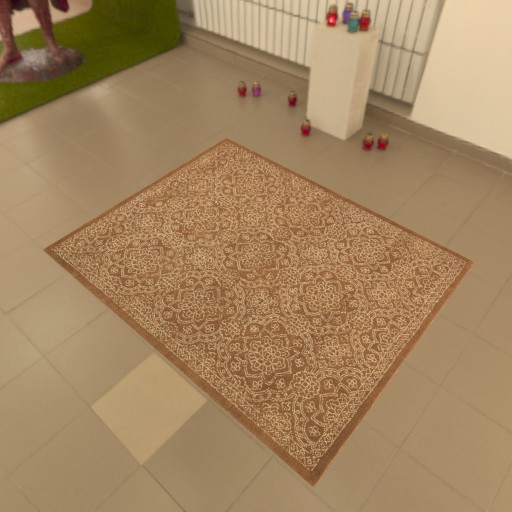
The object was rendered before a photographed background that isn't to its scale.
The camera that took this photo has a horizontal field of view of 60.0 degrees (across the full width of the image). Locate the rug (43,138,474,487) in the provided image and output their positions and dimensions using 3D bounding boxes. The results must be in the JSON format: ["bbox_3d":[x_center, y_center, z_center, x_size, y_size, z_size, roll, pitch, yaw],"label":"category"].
[{"bbox_3d":[0.000,0.000,4.005,3.050,0.015,2.441,33,55,26],"label":"rug"}]
